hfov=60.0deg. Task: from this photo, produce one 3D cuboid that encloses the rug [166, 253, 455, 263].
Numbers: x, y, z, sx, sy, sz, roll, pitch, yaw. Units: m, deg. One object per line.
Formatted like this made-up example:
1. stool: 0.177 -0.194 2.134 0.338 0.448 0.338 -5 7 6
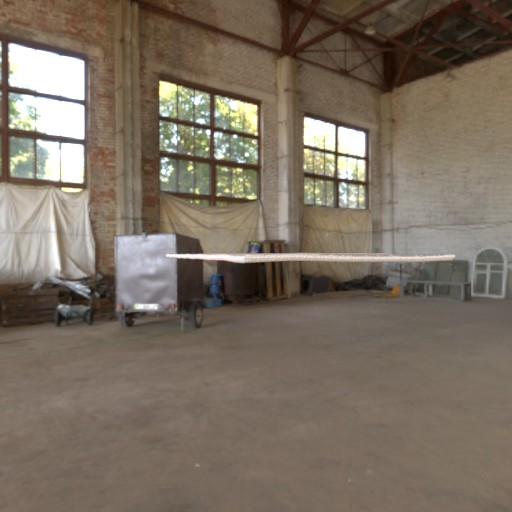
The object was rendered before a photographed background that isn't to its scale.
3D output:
1. rug: 0.000 0.000 2.685 0.832 0.035 2.381 0 0 -18
